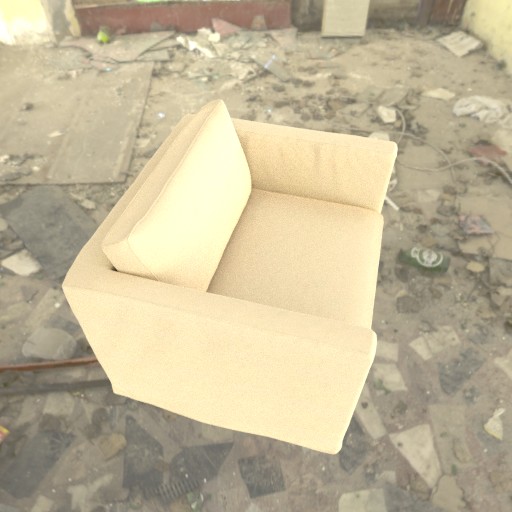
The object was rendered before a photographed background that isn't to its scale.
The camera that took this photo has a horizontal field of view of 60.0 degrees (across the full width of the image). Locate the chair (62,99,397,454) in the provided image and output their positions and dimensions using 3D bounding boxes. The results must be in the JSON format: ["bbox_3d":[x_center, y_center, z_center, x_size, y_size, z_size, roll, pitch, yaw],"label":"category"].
[{"bbox_3d":[0.000,0.000,1.745,0.947,0.851,1.057,12,48,11],"label":"chair"}]
